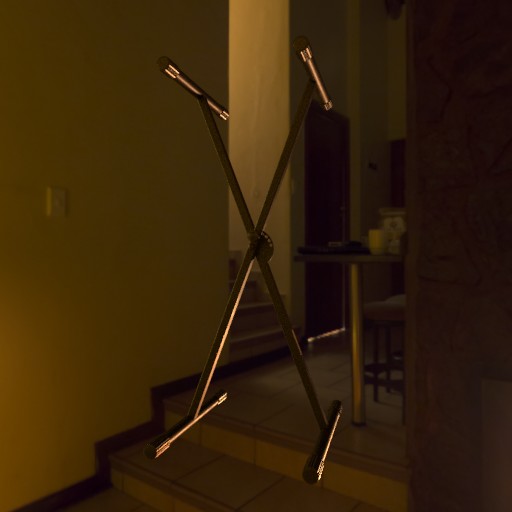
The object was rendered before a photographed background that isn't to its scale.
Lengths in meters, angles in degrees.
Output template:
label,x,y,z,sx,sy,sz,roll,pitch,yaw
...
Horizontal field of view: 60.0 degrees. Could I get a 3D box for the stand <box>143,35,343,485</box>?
label,x,y,z,sx,sy,sz,roll,pitch,yaw
stand,0.000,0.000,1.180,0.409,0.940,0.449,0,0,17
